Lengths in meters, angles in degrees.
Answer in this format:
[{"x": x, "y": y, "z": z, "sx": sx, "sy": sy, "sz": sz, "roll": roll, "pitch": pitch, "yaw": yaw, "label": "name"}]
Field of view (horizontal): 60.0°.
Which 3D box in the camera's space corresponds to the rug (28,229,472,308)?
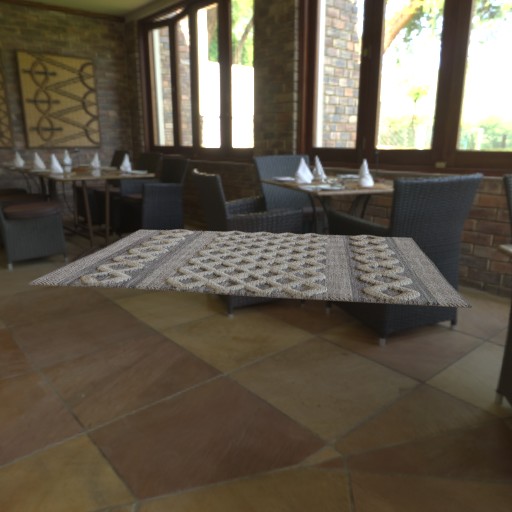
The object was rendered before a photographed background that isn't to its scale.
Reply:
[{"x": 0.000, "y": 0.000, "z": 2.366, "sx": 1.823, "sy": 0.030, "sz": 1.222, "roll": 2, "pitch": 15, "yaw": 8, "label": "rug"}]
